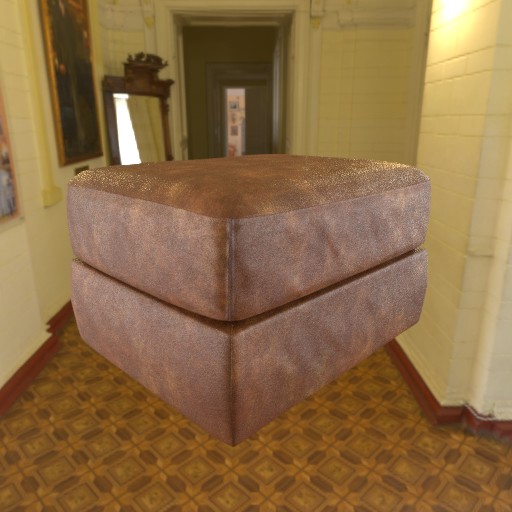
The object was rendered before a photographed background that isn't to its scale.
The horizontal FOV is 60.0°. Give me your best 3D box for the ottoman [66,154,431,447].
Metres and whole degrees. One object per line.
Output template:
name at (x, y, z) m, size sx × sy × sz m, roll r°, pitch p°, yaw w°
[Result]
ottoman at (0.000, 0.000, 1.129) m, size 0.603 × 0.476 × 0.751 m, roll 16°, pitch 23°, yaw 42°
